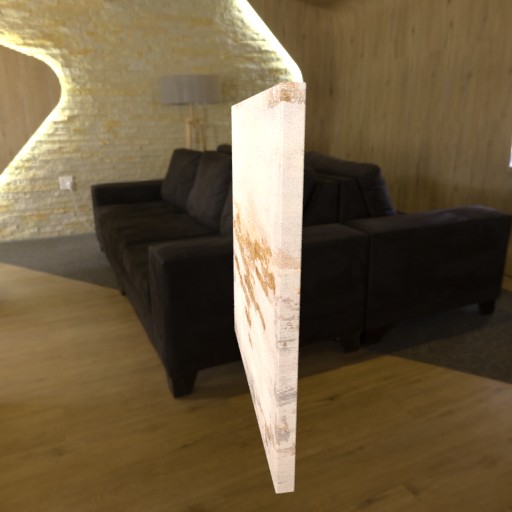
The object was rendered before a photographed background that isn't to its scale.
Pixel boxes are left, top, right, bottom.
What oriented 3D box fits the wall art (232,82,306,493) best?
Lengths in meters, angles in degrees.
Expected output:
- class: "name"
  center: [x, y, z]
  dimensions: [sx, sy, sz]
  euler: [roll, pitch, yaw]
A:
- class: "wall art"
  center: [0.000, 0.000, 1.125]
  dimensions: [0.038, 0.755, 0.753]
  euler: [-2, 16, -8]
